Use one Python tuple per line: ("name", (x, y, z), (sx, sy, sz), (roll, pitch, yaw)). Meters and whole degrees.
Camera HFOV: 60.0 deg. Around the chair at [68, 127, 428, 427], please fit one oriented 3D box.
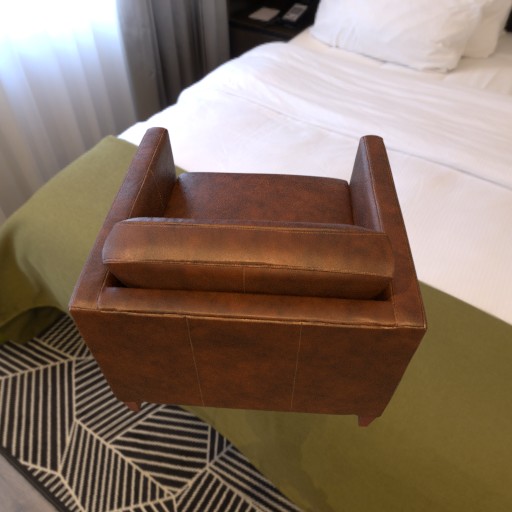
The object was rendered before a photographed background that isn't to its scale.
("chair", (0.000, 0.000, 1.721), (0.990, 0.864, 0.975), (3, 47, 3))
